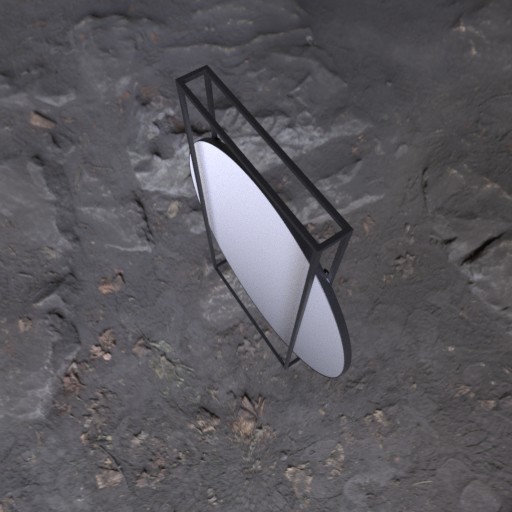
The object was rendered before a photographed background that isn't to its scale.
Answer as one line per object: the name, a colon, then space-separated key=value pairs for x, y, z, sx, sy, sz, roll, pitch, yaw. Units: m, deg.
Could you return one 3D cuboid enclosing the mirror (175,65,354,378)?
mirror: x=0.000 y=0.000 z=0.815 sx=0.051 sy=0.603 sz=0.508 roll=-31 pitch=68 yaw=-14
